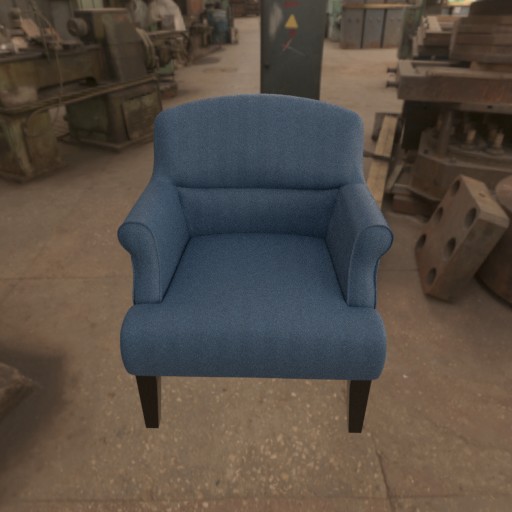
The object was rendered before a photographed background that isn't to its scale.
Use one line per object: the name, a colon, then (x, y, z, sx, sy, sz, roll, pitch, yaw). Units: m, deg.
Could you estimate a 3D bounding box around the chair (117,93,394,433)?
chair: (0.000, 0.000, 1.452, 0.770, 0.878, 0.754, 1, 32, 1)
